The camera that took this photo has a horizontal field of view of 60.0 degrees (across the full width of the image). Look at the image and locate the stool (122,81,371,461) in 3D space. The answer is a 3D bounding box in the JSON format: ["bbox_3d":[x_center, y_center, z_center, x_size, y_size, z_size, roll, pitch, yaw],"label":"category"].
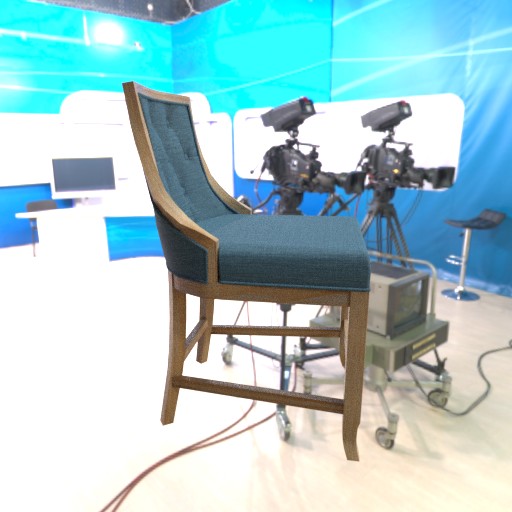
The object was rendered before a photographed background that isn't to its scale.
[{"bbox_3d":[0.000,0.000,1.318,0.626,0.938,0.524,2,15,9],"label":"stool"}]
